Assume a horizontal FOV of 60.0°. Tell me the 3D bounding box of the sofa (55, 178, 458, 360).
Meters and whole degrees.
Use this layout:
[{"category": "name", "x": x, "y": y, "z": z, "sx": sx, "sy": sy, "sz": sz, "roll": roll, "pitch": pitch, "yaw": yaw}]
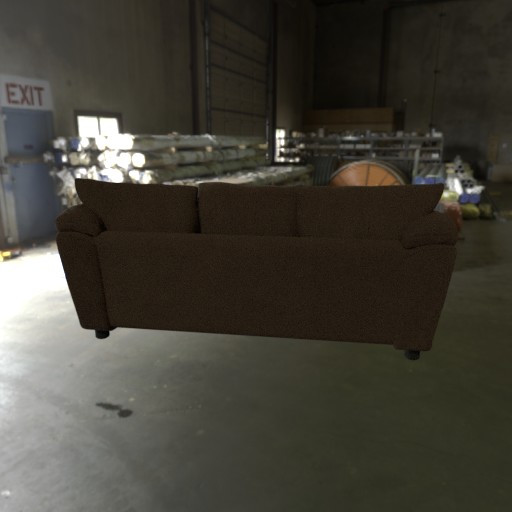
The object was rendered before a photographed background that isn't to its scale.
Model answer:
[{"category": "sofa", "x": 0.000, "y": 0.000, "z": 2.878, "sx": 2.336, "sy": 1.015, "sz": 0.878, "roll": 2, "pitch": 15, "yaw": 8}]
